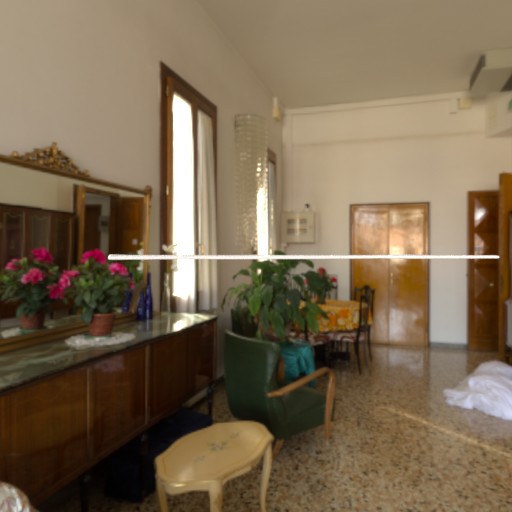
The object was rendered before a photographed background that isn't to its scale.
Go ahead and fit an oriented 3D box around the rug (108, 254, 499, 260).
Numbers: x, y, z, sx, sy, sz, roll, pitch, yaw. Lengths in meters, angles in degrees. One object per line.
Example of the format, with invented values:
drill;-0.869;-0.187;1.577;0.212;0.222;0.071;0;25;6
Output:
rug;0.000;0.000;0.870;0.548;0.006;0.639;0;0;-18
